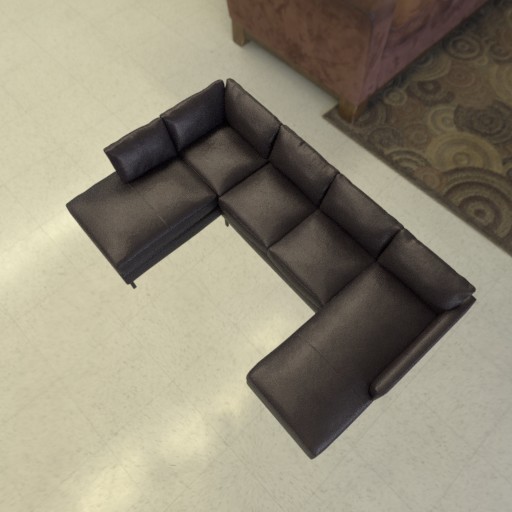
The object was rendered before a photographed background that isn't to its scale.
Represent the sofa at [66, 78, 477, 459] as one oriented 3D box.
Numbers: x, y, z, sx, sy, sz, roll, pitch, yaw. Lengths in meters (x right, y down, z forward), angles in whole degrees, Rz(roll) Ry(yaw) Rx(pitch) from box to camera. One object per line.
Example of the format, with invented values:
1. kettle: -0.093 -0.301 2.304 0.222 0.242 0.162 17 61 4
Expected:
1. sofa: 0.000 0.000 3.759 1.939 0.900 2.956 -38 70 -16
